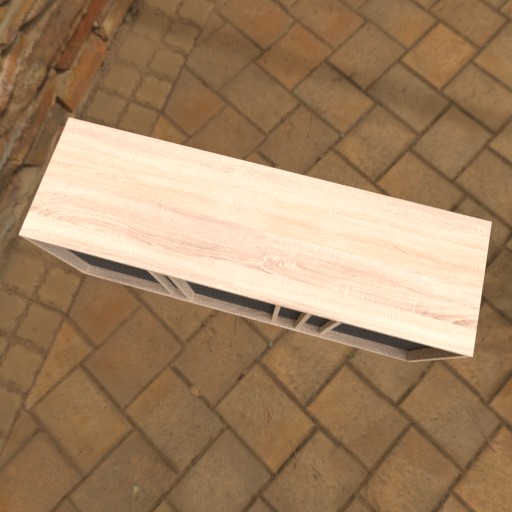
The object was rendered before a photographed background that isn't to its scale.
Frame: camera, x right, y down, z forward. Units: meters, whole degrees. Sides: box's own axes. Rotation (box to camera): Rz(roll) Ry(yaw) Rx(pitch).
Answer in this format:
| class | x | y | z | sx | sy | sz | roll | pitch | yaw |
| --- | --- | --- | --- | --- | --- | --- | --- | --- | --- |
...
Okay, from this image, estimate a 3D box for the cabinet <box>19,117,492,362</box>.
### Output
| class | x | y | z | sx | sy | sz | roll | pitch | yaw |
| --- | --- | --- | --- | --- | --- | --- | --- | --- | --- |
| cabinet | 0.000 | 0.000 | 1.989 | 1.650 | 0.780 | 0.500 | 15 | 76 | 4 |
